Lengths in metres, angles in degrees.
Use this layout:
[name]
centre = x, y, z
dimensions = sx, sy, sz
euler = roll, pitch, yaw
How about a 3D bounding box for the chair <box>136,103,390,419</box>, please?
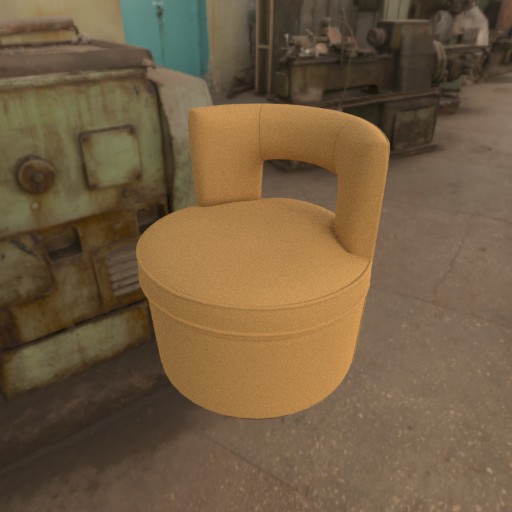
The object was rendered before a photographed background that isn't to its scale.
[chair]
centre = 0.000, 0.000, 1.268
dimensions = 0.650, 0.723, 0.665
euler = 20, 36, 30
